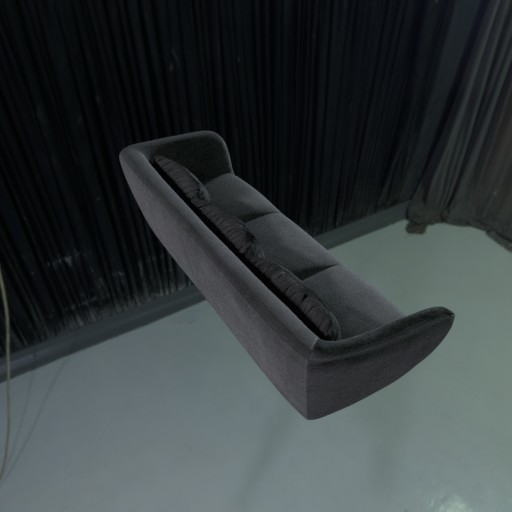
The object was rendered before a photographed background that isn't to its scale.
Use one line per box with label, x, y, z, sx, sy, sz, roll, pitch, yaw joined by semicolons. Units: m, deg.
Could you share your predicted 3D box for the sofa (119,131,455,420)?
sofa;0.000;0.000;2.783;0.956;0.875;2.296;-23;46;-25
